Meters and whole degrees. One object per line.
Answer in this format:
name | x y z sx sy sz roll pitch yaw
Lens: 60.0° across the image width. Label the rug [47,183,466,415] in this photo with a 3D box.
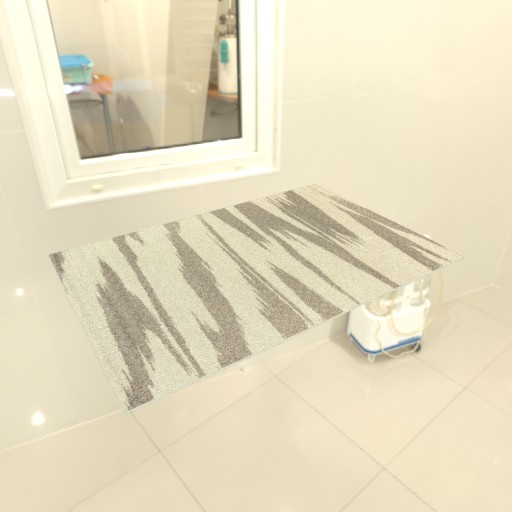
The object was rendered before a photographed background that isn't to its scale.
rug | 0.000 0.000 2.314 1.827 0.008 1.225 -19 36 -28
